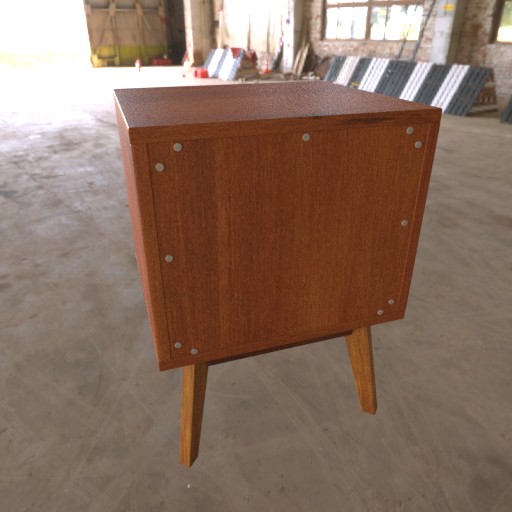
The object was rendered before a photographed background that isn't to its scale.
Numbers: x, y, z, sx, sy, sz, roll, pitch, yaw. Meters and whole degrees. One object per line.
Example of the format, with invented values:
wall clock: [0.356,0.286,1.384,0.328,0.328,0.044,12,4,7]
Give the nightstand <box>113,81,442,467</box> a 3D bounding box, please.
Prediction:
nightstand: [0.000,0.000,0.909,0.460,0.618,0.411,-9,29,-16]
